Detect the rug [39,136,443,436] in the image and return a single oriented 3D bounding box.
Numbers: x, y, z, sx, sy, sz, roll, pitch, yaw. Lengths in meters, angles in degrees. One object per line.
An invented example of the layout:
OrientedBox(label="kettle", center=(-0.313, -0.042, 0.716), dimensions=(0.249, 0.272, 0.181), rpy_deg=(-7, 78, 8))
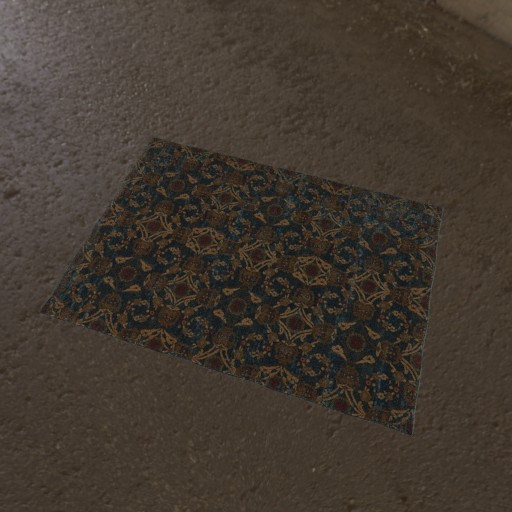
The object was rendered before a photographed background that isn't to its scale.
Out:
OrientedBox(label="rug", center=(0.000, 0.000, 4.248), dimensions=(3.291, 0.013, 2.337), rpy_deg=(16, 59, 10))
